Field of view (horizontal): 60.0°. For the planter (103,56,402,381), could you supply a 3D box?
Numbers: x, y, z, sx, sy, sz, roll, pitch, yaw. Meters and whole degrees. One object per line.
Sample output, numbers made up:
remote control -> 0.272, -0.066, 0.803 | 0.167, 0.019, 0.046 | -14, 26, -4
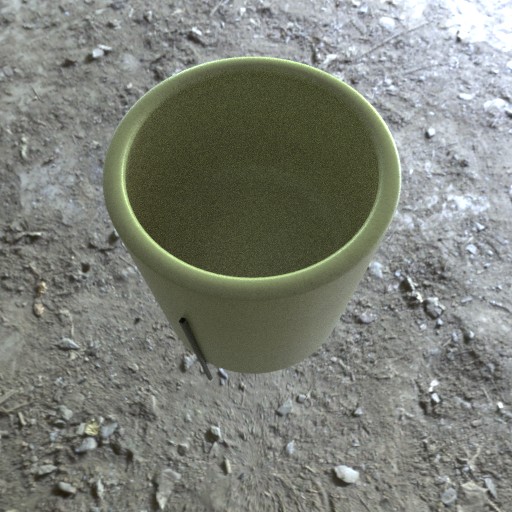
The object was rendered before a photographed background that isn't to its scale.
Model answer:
planter -> 0.000, 0.000, 0.697 | 0.333, 0.483, 0.324 | 0, 64, 0
